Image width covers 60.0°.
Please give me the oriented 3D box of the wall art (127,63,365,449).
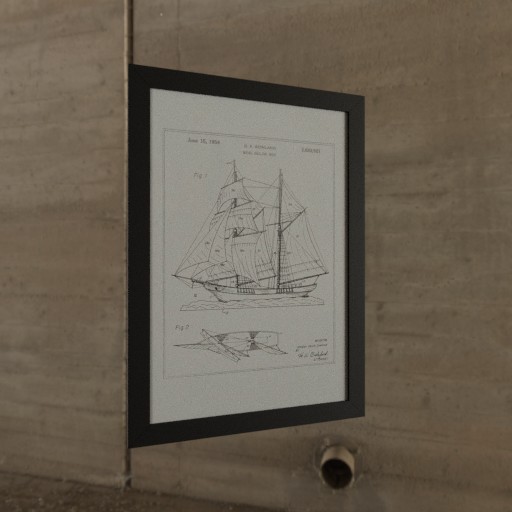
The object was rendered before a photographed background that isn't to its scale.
[{"bbox_3d":[0.000,0.000,0.586,0.326,0.459,0.011,0,0,-19],"label":"wall art"}]
